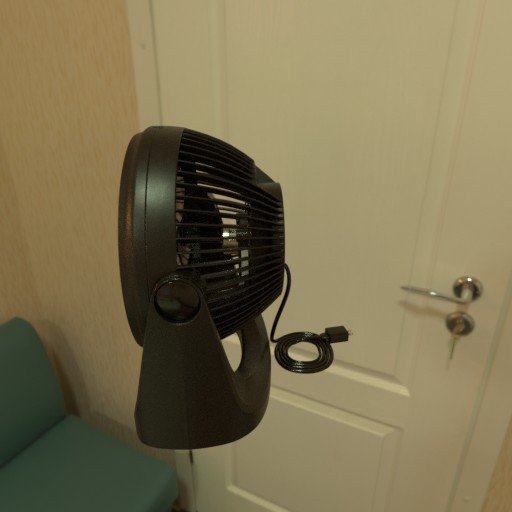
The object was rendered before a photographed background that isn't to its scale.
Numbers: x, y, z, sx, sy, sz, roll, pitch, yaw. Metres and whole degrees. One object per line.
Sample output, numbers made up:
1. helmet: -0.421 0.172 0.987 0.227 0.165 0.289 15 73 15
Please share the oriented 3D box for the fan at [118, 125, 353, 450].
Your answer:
1. fan: 0.000 0.000 0.487 0.256 0.277 0.273 -1 25 -2
